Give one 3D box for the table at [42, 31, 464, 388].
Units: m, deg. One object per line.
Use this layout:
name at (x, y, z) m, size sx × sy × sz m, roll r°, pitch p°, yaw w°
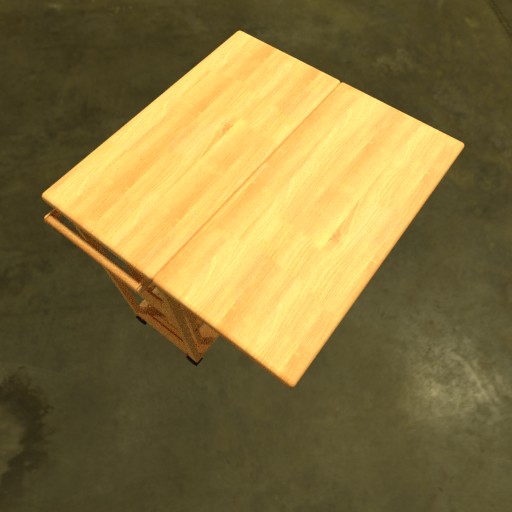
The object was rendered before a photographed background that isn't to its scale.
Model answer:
table at (0.000, 0.000, 1.388) m, size 0.693 × 0.832 × 0.752 m, roll 34°, pitch 67°, yaw 16°
